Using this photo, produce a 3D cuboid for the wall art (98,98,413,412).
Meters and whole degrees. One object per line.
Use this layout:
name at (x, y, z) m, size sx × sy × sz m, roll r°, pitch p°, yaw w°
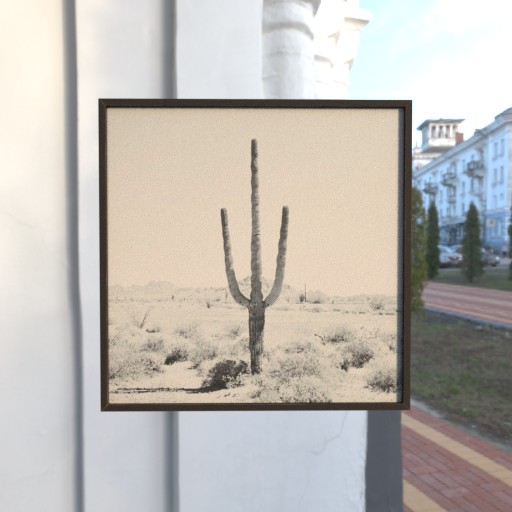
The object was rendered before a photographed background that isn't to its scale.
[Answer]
wall art at (0.000, 0.000, 1.101) m, size 0.762 × 0.762 × 0.038 m, roll 0°, pitch 1°, yaw -1°
